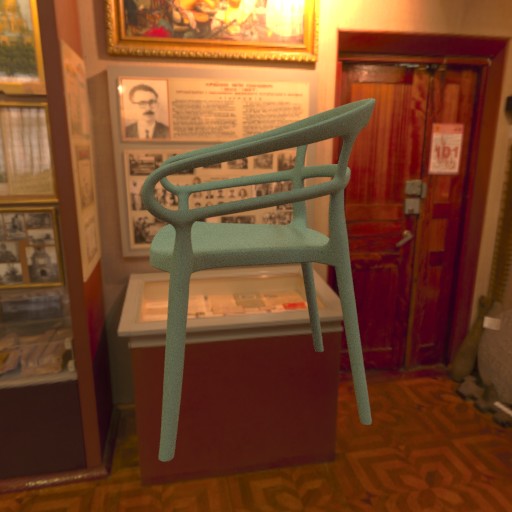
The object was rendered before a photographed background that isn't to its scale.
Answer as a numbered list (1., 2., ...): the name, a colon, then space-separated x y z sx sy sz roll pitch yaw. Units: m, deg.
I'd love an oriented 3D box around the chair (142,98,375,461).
1. chair: 0.000 0.000 1.134 0.527 0.761 0.559 -2 14 -9
